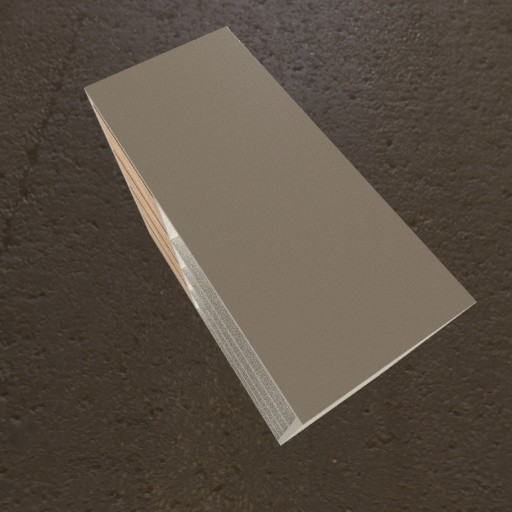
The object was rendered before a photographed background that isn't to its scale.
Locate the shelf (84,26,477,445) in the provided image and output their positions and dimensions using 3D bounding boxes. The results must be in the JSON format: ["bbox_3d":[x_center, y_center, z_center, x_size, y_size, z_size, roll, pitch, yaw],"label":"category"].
[{"bbox_3d":[0.000,0.000,1.267,0.396,0.732,0.895,-30,68,-14],"label":"shelf"}]
